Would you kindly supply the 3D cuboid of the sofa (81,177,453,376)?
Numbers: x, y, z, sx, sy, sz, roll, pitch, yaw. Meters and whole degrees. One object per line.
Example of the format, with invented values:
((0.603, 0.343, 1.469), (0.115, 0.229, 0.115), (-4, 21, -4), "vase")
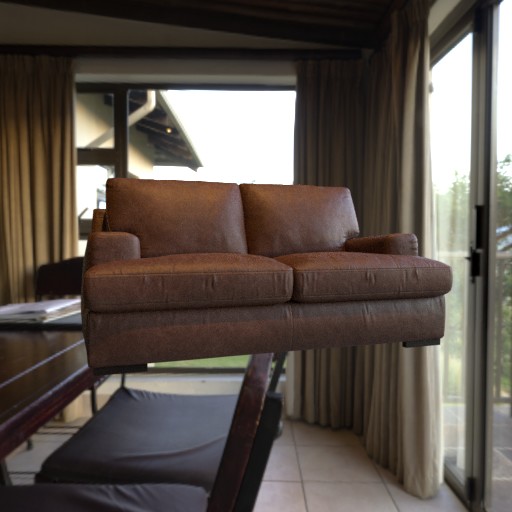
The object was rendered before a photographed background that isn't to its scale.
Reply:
((0.000, 0.000, 2.566), (1.880, 0.939, 1.143), (-1, 2, -18), "sofa")
